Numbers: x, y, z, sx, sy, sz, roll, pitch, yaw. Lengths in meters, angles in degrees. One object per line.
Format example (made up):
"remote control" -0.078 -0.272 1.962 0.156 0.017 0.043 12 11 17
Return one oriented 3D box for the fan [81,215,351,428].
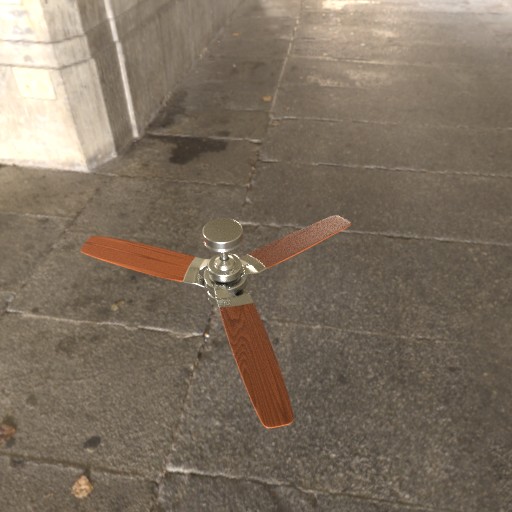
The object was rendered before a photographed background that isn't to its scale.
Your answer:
"fan" 0.000 0.000 2.095 1.271 0.410 1.416 -26 48 -26
